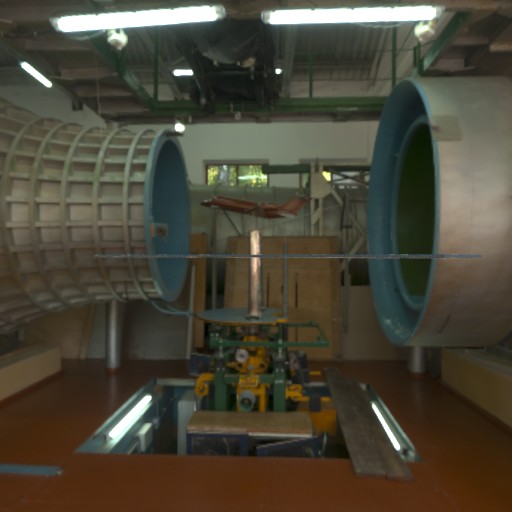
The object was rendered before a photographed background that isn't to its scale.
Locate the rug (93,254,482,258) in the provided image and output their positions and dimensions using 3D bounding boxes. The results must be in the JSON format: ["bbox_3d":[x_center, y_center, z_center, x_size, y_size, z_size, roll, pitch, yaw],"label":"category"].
[{"bbox_3d":[0.000,0.000,2.593,2.276,0.014,0.678,0,0,37],"label":"rug"}]
